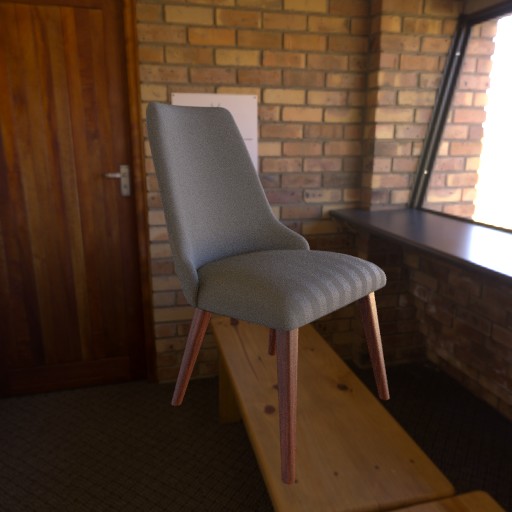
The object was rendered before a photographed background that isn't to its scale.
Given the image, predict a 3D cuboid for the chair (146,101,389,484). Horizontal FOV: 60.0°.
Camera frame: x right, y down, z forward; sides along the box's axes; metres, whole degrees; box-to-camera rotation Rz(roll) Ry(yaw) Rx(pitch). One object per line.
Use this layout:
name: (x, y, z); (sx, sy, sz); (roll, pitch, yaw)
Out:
chair: (0.000, 0.000, 1.363); (0.707, 0.918, 0.535); (13, 19, 42)
